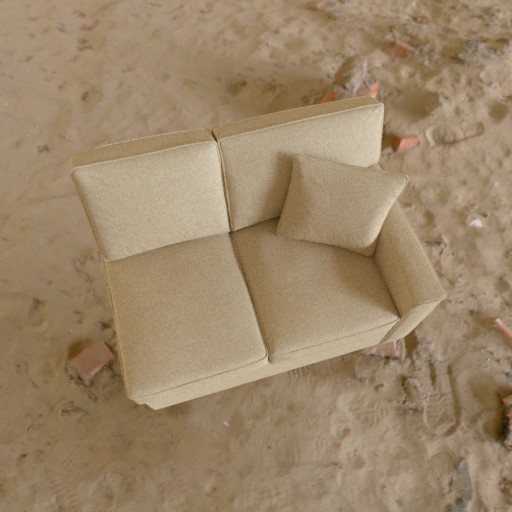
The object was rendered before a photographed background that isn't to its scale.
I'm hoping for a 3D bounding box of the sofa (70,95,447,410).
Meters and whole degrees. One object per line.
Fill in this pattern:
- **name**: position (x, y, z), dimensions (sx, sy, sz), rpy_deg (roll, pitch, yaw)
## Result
- **sofa**: position (0.000, 0.000, 2.081), dimensions (1.388, 0.989, 0.991), rpy_deg (-14, 64, -7)
